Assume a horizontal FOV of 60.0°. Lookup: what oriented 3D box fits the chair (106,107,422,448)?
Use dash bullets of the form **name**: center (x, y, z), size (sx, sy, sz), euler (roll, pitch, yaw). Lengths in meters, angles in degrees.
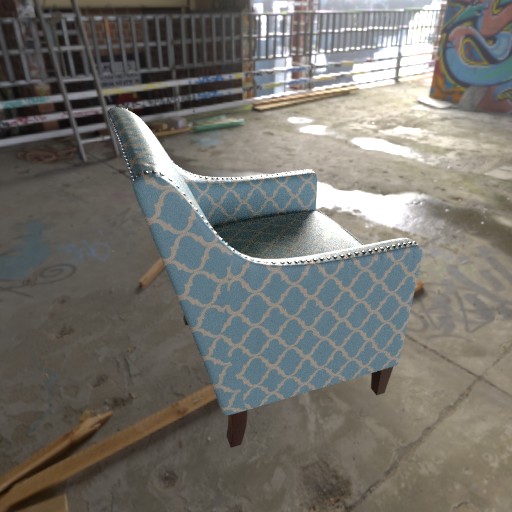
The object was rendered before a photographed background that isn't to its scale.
- **chair**: center (0.000, 0.000, 1.312), size (0.686, 0.817, 0.617), euler (-11, 32, -18)
